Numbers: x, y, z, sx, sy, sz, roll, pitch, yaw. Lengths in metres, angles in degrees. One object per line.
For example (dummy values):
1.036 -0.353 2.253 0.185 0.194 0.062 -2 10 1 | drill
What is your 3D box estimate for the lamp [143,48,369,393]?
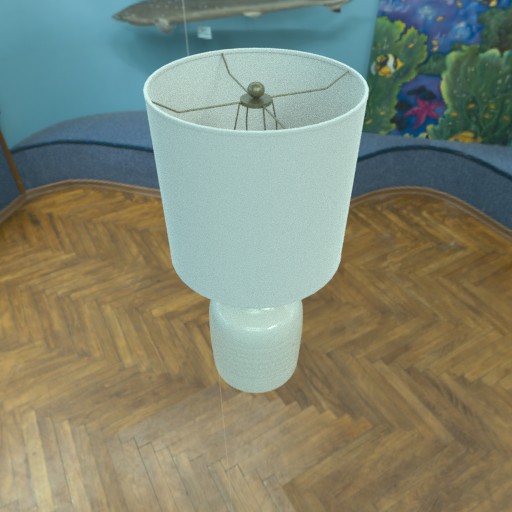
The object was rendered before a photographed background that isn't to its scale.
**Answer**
0.000 0.000 0.505 0.188 0.392 0.188 11 43 12 | lamp
